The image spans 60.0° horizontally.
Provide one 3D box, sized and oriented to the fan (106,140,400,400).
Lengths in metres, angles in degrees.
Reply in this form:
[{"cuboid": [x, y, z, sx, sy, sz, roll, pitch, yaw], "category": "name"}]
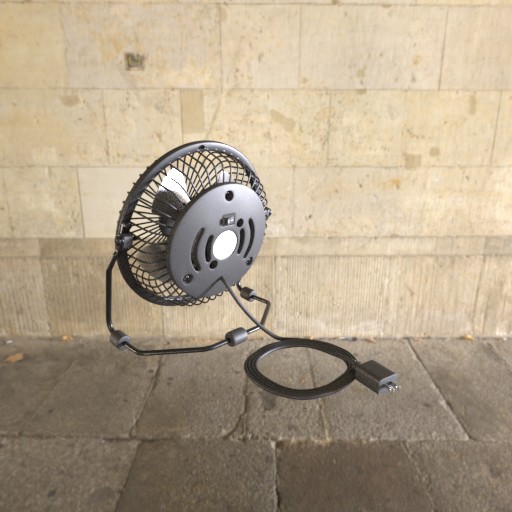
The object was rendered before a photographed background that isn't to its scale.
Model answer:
[{"cuboid": [0.000, 0.000, 0.307, 0.153, 0.152, 0.202, -16, 23, -42], "category": "fan"}]
